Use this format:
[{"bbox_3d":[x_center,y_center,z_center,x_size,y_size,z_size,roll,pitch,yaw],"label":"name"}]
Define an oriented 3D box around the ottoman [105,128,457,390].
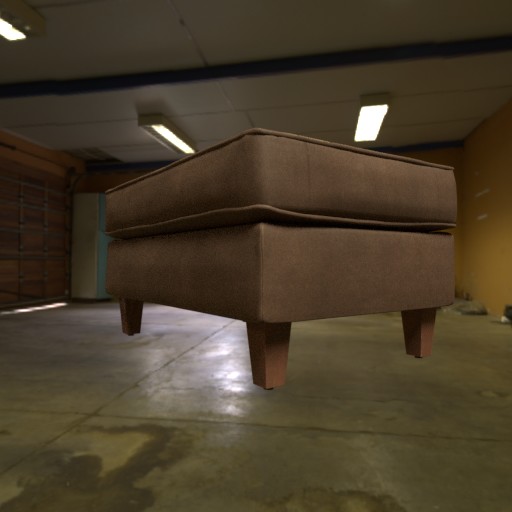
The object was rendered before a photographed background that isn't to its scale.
[{"bbox_3d":[0.000,0.000,1.201,0.596,0.481,0.860,1,-1,-35],"label":"ottoman"}]
